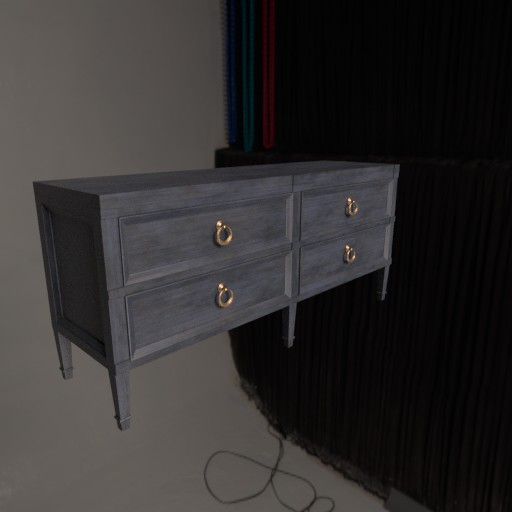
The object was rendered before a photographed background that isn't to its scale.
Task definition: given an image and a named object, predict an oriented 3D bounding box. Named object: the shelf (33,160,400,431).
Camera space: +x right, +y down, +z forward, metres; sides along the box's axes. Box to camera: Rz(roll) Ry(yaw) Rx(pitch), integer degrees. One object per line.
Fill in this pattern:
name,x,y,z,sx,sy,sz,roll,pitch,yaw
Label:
shelf,0.000,0.000,1.910,0.479,0.719,1.575,15,21,43
